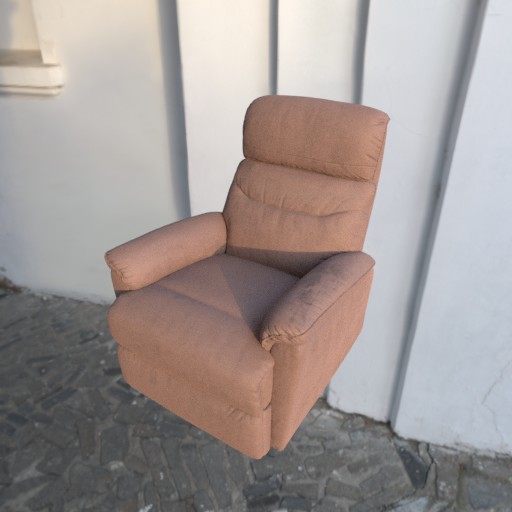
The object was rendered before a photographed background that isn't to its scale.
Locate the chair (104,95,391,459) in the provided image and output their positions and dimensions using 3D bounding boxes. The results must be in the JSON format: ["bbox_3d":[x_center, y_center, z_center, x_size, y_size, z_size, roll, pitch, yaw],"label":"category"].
[{"bbox_3d":[0.000,0.000,1.695,0.820,1.037,1.004,18,34,29],"label":"chair"}]
